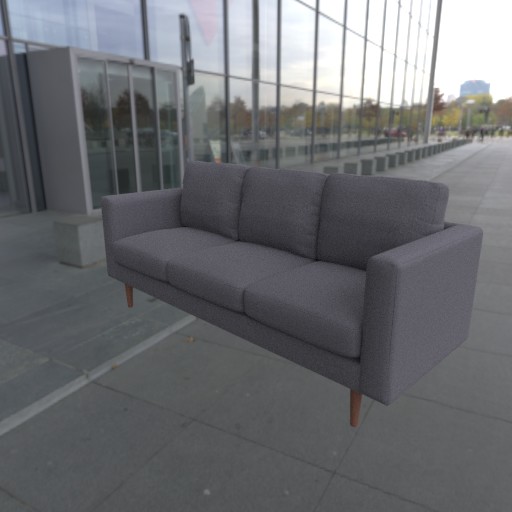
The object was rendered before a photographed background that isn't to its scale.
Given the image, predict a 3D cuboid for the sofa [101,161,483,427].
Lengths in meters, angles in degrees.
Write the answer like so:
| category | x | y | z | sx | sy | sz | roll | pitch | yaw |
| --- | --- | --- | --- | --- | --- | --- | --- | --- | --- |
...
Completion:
| category | x | y | z | sx | sy | sz | roll | pitch | yaw |
| --- | --- | --- | --- | --- | --- | --- | --- | --- | --- |
| sofa | 0.000 | 0.000 | 2.407 | 2.029 | 0.912 | 0.802 | 15 | 22 | 43 |
